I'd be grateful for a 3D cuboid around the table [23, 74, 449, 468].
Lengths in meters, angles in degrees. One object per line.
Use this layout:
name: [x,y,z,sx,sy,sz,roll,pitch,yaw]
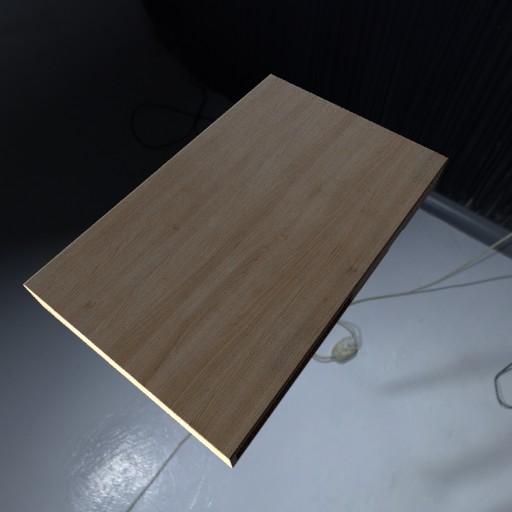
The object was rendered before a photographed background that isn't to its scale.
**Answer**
table: [0.000,0.000,1.469,0.700,0.440,1.100,33,64,19]
